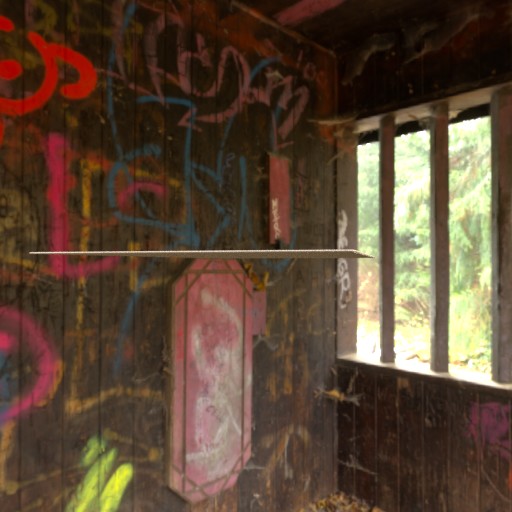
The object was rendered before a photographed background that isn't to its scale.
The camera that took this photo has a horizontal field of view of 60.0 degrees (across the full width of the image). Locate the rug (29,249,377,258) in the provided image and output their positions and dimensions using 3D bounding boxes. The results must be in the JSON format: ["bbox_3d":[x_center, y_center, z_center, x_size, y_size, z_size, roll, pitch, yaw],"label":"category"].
[{"bbox_3d":[0.000,0.000,3.046,1.523,0.008,2.438,0,-1,17],"label":"rug"}]
